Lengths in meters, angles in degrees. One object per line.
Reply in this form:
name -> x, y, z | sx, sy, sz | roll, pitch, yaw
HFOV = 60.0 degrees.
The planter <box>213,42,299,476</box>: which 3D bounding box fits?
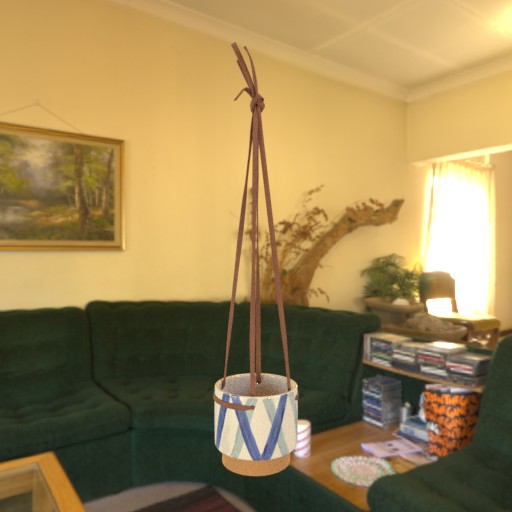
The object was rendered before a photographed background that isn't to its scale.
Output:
planter -> 0.000, 0.000, 0.818 | 0.153, 0.753, 0.157 | 0, 0, 37
